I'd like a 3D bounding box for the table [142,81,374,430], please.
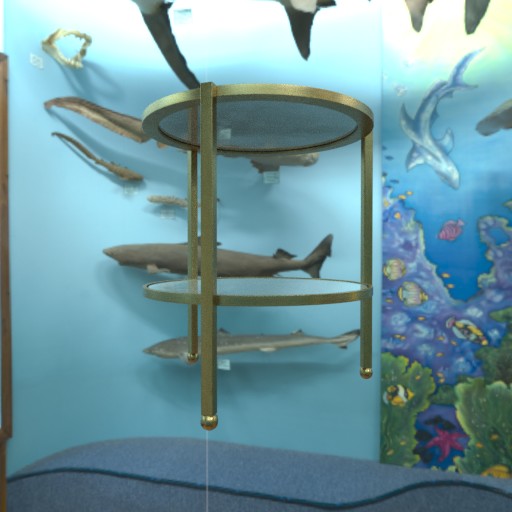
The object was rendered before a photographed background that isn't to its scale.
[{"bbox_3d":[0.000,0.000,0.453,0.231,0.269,0.243,0,1,19],"label":"table"}]
